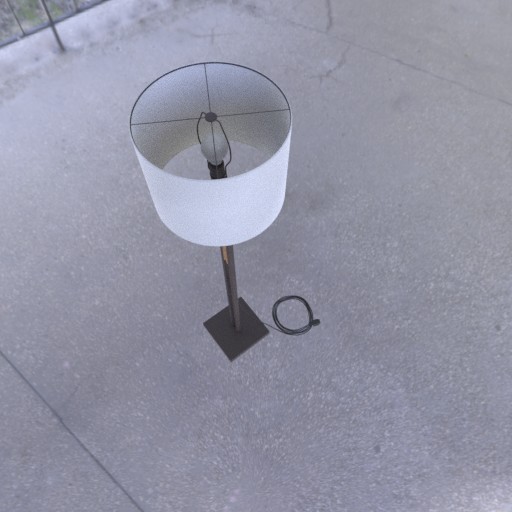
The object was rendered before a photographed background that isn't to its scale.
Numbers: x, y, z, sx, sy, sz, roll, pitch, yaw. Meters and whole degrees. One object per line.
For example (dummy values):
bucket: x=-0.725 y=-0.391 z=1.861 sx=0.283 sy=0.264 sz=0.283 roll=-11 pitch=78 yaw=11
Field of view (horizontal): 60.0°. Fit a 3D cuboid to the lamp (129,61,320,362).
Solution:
lamp: x=0.000 y=0.000 z=1.852 sx=0.639 sy=1.650 sz=0.474 roll=-34 pitch=67 yaw=-17
